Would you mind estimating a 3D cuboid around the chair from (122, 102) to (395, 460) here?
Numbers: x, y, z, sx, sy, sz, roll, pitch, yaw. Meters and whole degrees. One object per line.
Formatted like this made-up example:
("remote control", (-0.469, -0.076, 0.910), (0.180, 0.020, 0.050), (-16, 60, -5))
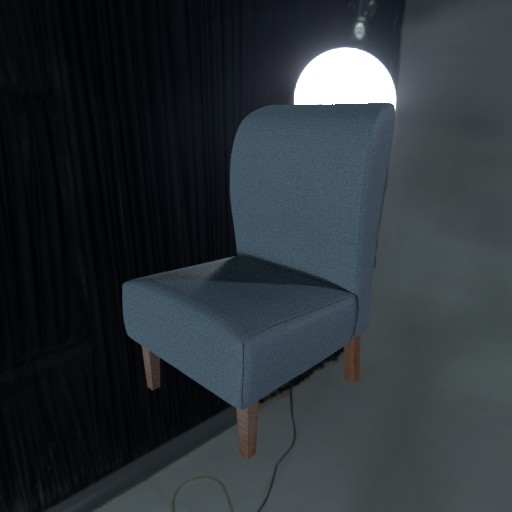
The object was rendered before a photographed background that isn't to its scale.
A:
("chair", (0.000, 0.000, 1.221), (0.513, 0.804, 0.592), (16, 24, 42))
